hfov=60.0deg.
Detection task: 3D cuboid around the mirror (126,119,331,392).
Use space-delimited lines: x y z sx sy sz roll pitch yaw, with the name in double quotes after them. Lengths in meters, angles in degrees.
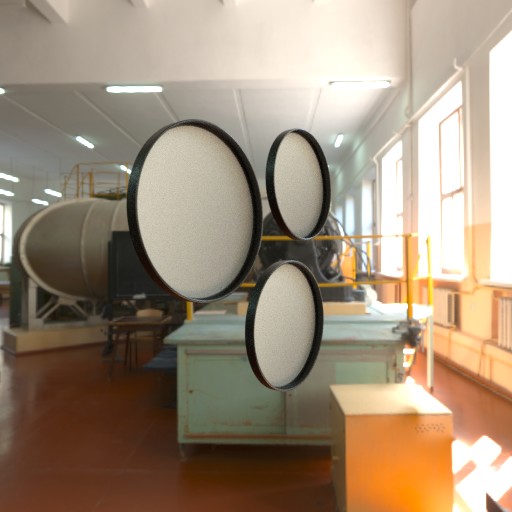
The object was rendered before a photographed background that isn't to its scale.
0.000 0.000 3.172 0.076 2.096 2.160 0 -1 37 "mirror"
